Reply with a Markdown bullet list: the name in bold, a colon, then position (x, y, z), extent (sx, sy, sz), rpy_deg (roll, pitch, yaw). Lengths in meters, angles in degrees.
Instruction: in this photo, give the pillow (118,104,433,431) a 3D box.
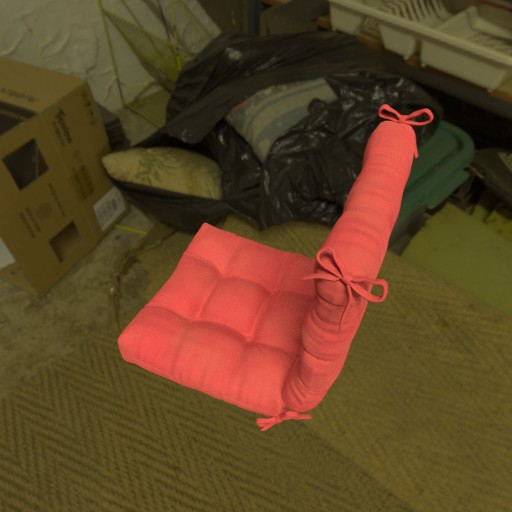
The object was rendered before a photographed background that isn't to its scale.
- **pillow**: position (0.000, 0.000, 1.006), extent (0.571, 0.605, 0.519), rpy_deg (17, 49, 15)
